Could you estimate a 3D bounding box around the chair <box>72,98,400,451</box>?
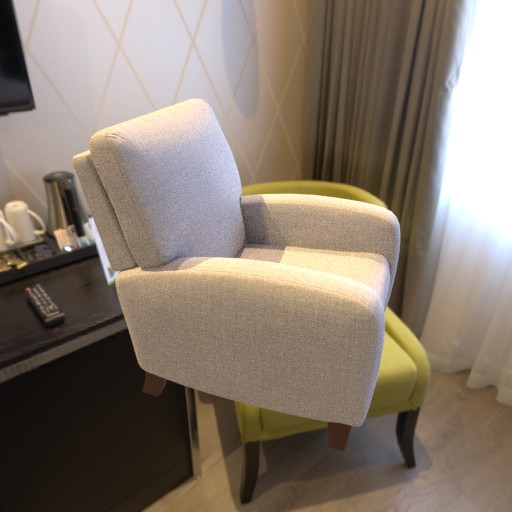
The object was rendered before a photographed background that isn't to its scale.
[{"bbox_3d":[0.000,0.000,1.635,0.990,0.990,0.762,10,30,17],"label":"chair"}]
